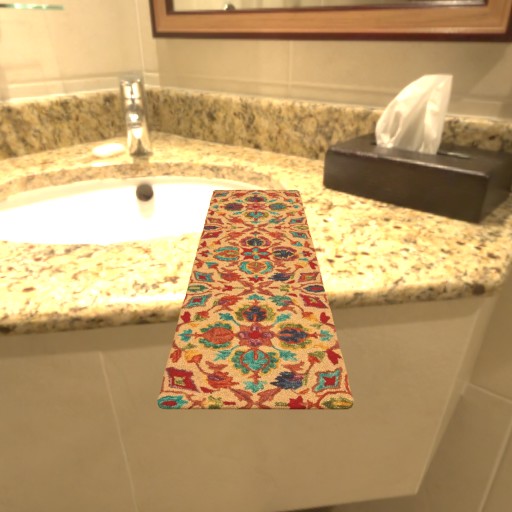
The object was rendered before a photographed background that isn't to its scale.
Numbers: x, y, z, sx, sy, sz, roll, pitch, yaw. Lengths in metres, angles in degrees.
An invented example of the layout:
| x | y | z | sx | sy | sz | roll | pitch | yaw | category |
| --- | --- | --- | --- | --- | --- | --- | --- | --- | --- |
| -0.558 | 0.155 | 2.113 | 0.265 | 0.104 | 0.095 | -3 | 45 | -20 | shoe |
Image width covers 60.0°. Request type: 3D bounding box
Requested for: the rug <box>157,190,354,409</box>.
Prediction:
| x | y | z | sx | sy | sz | roll | pitch | yaw | category |
| --- | --- | --- | --- | --- | --- | --- | --- | --- | --- |
| 0.000 | 0.000 | 2.532 | 0.693 | 0.016 | 2.273 | 0 | 27 | 0 | rug |
